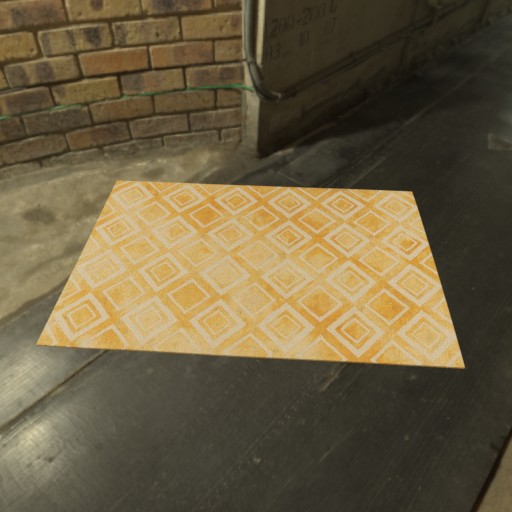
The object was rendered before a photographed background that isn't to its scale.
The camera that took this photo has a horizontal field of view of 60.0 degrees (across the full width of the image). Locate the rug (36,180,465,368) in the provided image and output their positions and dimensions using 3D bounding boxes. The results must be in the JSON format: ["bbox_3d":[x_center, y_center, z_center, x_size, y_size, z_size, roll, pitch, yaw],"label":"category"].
[{"bbox_3d":[0.000,0.000,2.303,1.829,0.010,1.213,3,45,3],"label":"rug"}]
